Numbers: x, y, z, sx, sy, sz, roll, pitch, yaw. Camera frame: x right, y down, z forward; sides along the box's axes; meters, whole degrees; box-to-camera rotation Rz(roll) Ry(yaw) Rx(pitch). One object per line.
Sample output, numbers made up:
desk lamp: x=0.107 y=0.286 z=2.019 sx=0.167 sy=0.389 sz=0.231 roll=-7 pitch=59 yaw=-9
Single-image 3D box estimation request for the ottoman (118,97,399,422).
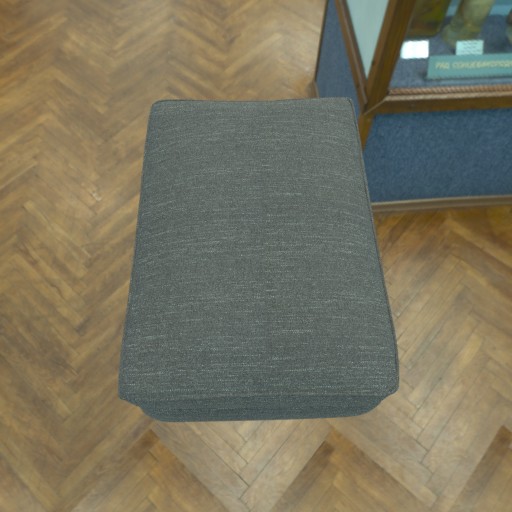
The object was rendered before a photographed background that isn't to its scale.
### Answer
ottoman: x=0.000 y=0.000 z=0.995 sx=0.508 sy=0.406 sz=0.686 roll=-1 pitch=63 yaw=-1
